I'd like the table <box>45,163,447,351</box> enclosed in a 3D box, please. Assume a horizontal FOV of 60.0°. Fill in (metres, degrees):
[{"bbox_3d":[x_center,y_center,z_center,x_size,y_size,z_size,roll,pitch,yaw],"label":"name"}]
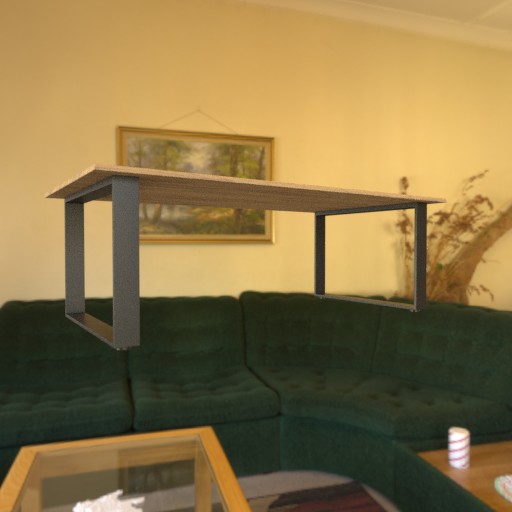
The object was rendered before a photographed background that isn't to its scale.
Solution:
[{"bbox_3d":[0.000,0.000,1.651,1.331,0.445,0.693,-1,2,-34],"label":"table"}]
